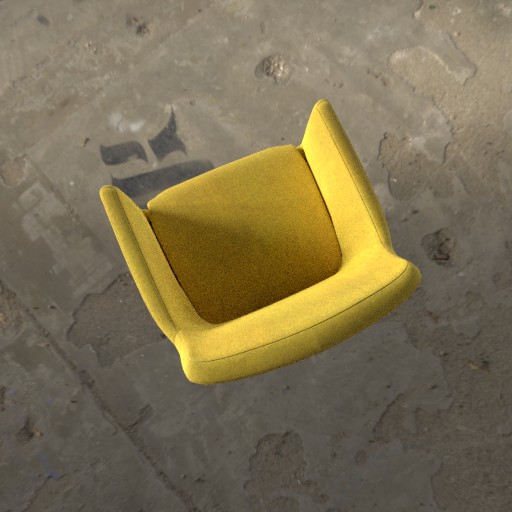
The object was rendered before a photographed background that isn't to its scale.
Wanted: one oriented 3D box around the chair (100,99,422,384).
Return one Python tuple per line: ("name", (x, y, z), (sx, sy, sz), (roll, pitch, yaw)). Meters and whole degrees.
("chair", (0.000, 0.000, 1.196), (0.570, 0.780, 0.570), (-23, 78, -5))
